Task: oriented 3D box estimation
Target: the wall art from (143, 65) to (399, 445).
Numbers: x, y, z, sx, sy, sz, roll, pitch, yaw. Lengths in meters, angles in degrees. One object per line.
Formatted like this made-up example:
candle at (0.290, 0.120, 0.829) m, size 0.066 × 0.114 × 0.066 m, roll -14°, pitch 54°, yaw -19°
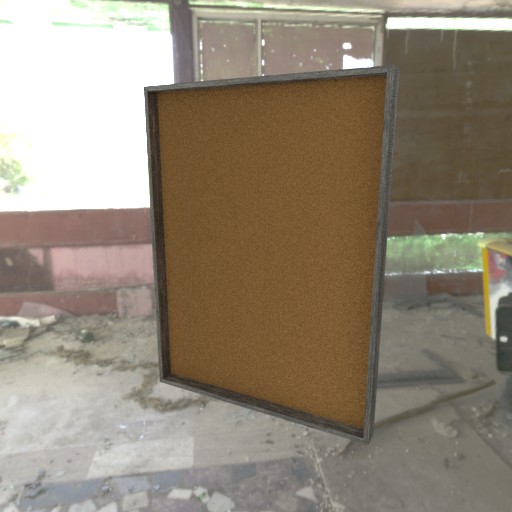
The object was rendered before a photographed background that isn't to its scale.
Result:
wall art at (0.000, 0.000, 1.352) m, size 0.762 × 1.016 × 0.063 m, roll 7°, pitch 15°, yaw 27°
